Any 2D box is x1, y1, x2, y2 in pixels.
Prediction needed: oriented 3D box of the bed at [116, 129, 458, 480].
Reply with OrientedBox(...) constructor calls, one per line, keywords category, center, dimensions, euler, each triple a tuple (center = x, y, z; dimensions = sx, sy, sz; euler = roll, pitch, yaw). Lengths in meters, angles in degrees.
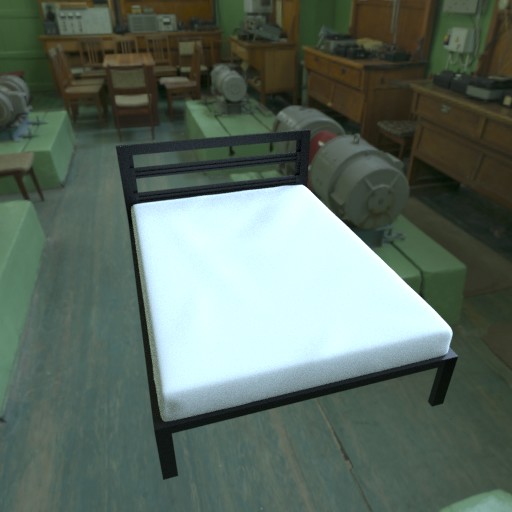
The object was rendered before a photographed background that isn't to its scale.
OrientedBox(category="bed", center=(0.000, 0.000, 2.839), dimensions=(1.524, 0.967, 2.062), euler=(-9, 32, -14))
